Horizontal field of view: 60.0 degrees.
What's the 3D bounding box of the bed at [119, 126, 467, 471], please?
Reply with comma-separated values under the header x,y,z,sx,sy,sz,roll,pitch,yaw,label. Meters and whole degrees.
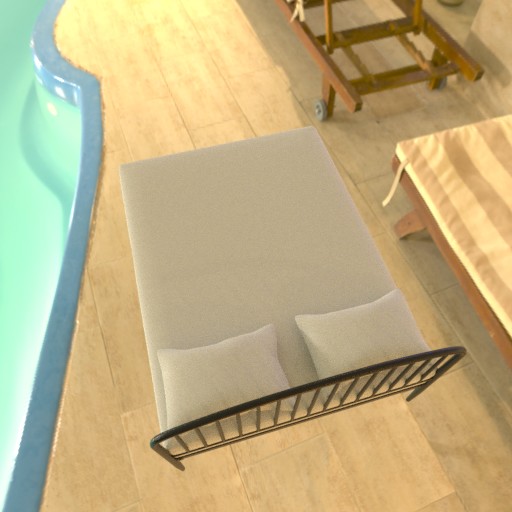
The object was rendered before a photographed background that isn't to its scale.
x,y,z,sx,sy,sz,roll,pitch,yaw,label
0.000,0.000,2.980,1.618,1.166,2.159,-14,59,-8,bed
